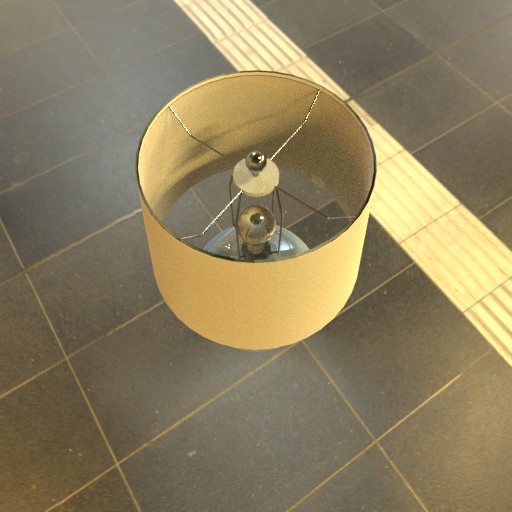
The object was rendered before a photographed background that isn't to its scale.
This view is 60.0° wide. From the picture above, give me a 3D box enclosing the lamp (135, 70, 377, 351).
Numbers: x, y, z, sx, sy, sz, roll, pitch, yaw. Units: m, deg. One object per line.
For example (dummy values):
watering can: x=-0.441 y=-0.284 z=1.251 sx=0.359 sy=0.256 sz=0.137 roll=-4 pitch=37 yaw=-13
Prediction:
lamp: x=0.000 y=0.000 z=0.551 sx=0.247 sy=0.387 sz=0.247 roll=0 pitch=63 yaw=0
